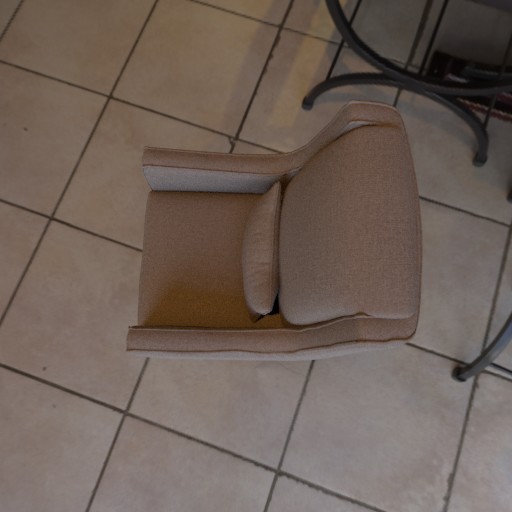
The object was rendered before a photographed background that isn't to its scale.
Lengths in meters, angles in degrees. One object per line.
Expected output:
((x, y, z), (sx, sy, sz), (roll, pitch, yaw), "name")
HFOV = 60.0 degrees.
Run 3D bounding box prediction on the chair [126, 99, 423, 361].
((0.000, 0.000, 1.621), (0.879, 0.993, 0.732), (1, 76, 0), "chair")
